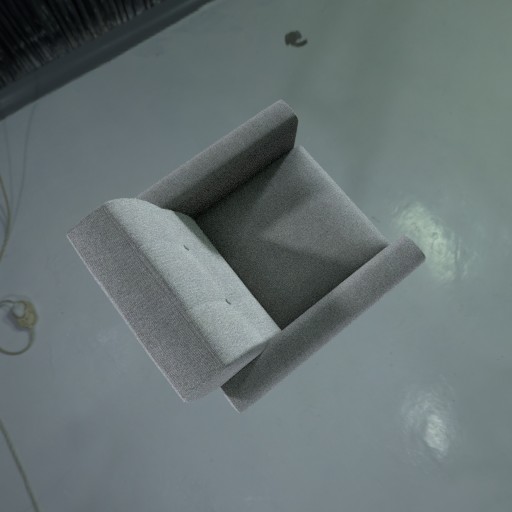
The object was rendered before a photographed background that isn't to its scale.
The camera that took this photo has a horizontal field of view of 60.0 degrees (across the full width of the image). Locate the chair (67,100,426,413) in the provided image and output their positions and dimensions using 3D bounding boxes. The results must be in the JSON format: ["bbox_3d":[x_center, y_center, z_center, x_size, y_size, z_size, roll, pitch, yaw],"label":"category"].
[{"bbox_3d":[0.000,0.000,1.714,0.942,0.968,0.845,-37,78,-9],"label":"chair"}]
